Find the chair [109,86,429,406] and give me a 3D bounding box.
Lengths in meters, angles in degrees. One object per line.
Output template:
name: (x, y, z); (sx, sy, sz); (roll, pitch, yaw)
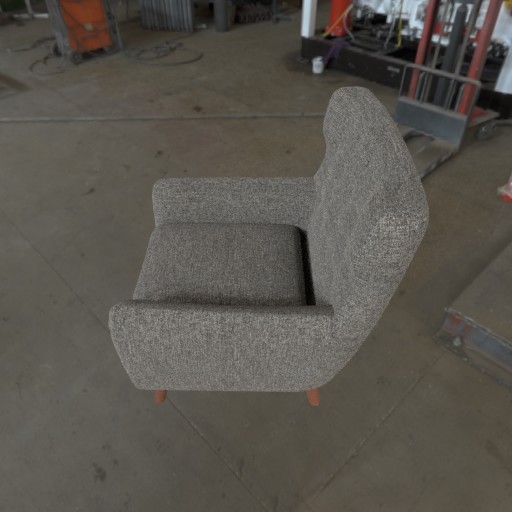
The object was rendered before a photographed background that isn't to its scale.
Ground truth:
chair: (0.000, 0.000, 1.722); (0.940, 1.039, 0.889); (1, 41, 1)
